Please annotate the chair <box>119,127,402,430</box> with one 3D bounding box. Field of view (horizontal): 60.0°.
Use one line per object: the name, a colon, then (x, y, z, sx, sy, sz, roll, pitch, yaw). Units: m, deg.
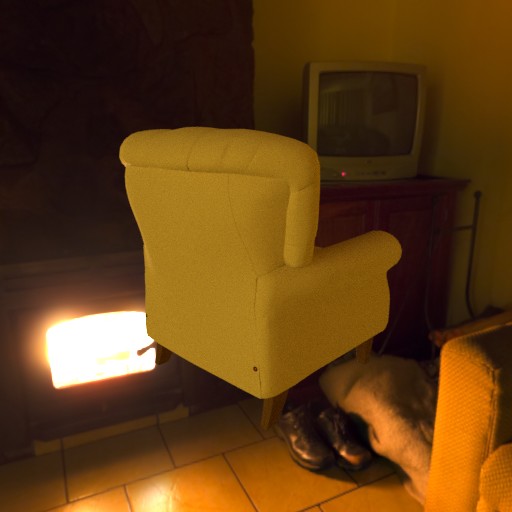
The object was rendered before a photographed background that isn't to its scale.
chair: (0.000, 0.000, 2.121, 1.035, 1.169, 1.132, 14, 20, 42)
